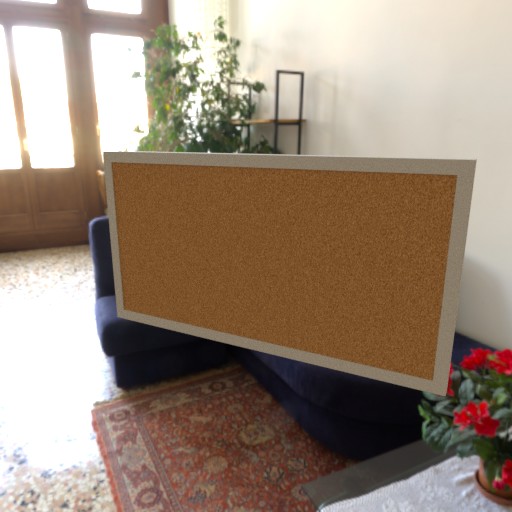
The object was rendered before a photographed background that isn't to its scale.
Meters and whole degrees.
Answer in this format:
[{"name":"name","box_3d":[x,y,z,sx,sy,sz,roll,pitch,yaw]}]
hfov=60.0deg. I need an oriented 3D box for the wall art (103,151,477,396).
[{"name":"wall art","box_3d":[0.000,0.000,0.963,0.812,0.431,0.038,8,17,26]}]
